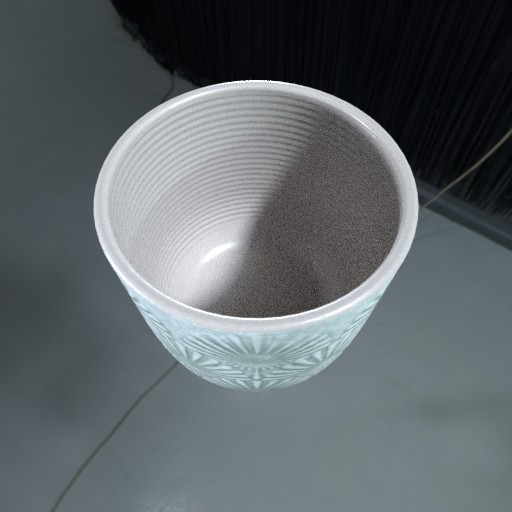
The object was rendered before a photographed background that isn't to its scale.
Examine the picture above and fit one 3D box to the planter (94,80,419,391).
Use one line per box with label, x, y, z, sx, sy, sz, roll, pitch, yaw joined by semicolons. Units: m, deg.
planter;0.000;0.000;0.217;0.124;0.109;0.124;0;58;0
